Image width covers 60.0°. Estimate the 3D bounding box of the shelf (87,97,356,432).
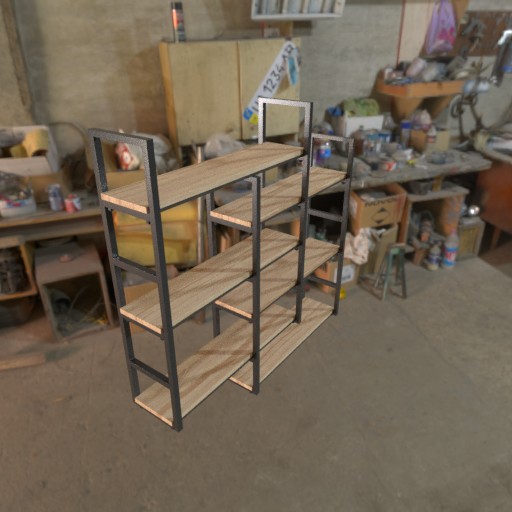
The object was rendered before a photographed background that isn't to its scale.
[{"bbox_3d":[0.000,0.000,1.418,0.183,0.921,0.946,18,32,32],"label":"shelf"}]
